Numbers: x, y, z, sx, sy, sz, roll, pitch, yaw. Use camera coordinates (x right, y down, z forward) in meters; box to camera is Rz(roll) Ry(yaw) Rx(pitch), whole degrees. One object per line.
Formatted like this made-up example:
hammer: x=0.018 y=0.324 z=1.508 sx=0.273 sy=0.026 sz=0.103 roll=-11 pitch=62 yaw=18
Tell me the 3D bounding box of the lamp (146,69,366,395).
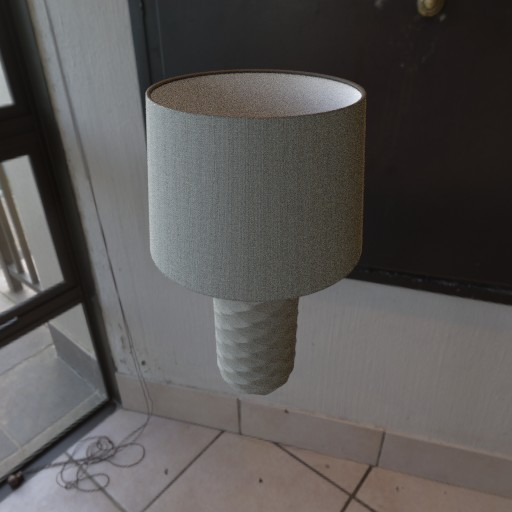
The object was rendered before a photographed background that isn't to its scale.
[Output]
lamp: x=0.000 y=0.000 z=0.823 sx=0.376 sy=0.594 sz=0.376 roll=0 pitch=32 yaw=0
